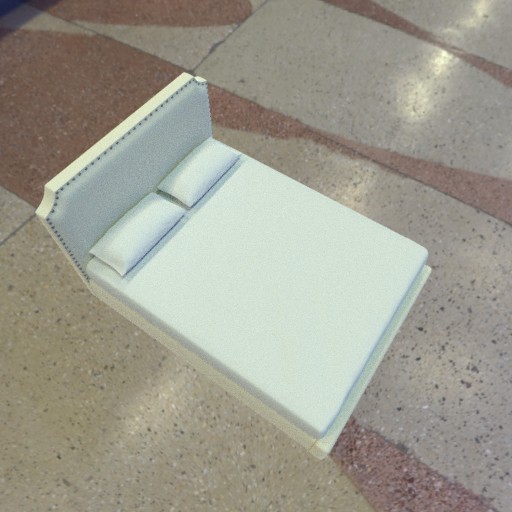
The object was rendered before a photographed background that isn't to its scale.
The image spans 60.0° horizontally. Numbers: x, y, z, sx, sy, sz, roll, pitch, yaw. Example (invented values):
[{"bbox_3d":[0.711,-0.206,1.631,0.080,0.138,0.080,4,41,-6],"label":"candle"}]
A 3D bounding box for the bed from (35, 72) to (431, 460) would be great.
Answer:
[{"bbox_3d":[0.000,0.000,3.376,2.329,1.415,1.703,31,63,17],"label":"bed"}]
